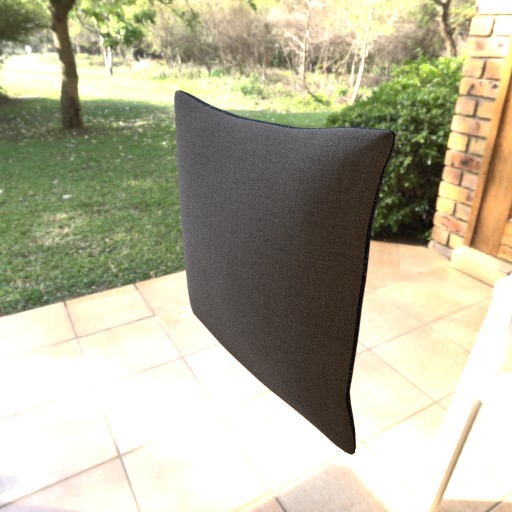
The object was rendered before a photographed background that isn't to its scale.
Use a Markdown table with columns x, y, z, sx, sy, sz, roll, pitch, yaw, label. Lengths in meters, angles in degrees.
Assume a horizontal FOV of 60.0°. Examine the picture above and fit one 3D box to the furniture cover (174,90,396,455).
| x | y | z | sx | sy | sz | roll | pitch | yaw | label |
| --- | --- | --- | --- | --- | --- | --- | --- | --- | --- |
| 0.000 | 0.000 | 0.767 | 0.162 | 0.503 | 0.511 | -18 | 32 | -32 | furniture cover |
